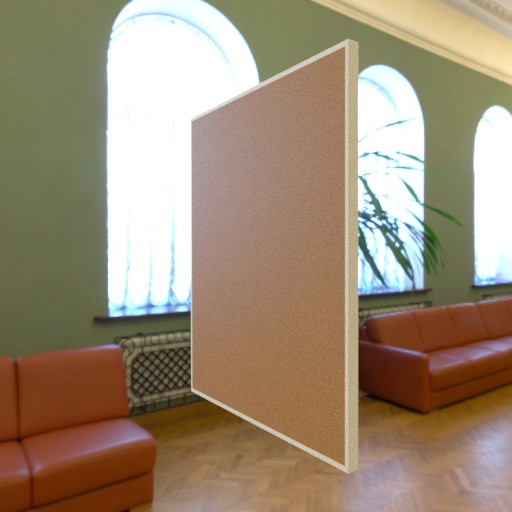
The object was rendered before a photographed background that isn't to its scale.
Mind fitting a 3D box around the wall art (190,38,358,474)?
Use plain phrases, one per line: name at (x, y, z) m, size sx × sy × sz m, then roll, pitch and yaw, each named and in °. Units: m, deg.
wall art at (0.000, 0.000, 1.398) m, size 0.039 × 1.050 × 0.795 m, roll 0°, pitch 1°, yaw -37°
